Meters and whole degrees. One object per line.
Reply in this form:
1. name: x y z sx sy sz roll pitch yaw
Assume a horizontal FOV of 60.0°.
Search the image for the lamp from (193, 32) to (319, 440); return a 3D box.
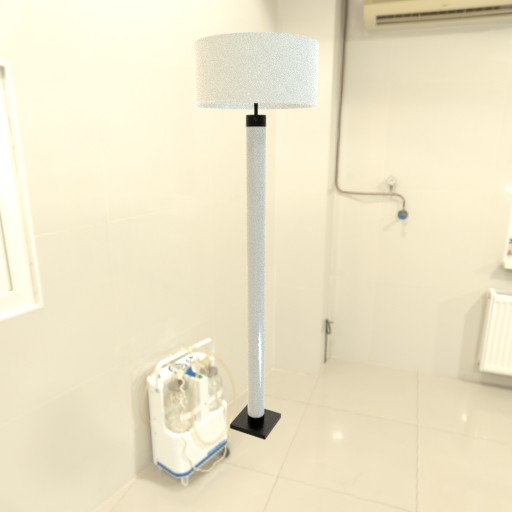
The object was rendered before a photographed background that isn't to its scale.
1. lamp: 0.000 0.000 1.676 0.420 1.475 0.420 8 18 25
